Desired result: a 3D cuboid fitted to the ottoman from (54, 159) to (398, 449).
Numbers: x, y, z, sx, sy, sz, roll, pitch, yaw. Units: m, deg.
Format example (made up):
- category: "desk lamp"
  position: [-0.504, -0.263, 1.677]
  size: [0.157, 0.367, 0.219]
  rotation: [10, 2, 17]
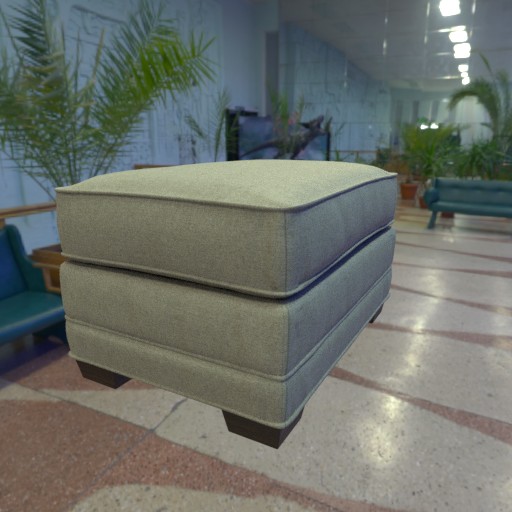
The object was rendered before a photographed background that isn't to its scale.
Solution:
- category: "ottoman"
  position: [0.000, 0.000, 1.229]
  size: [0.611, 0.508, 0.848]
  rotation: [8, 17, 28]
